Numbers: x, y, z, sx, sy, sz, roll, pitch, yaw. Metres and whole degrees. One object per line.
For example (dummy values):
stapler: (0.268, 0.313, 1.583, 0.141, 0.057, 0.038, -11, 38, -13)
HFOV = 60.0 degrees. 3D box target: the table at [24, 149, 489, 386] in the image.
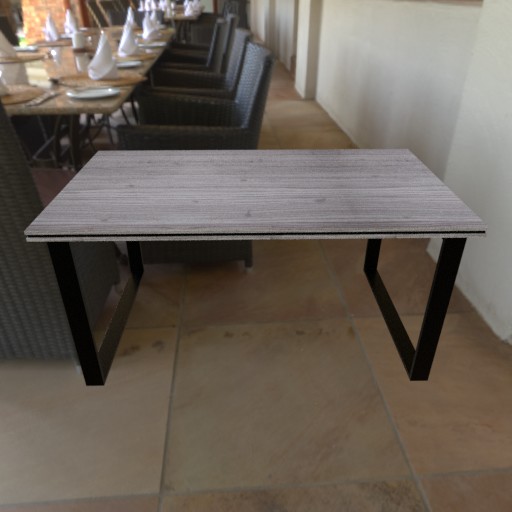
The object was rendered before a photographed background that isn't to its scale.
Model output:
table: (0.000, 0.000, 2.071, 1.579, 0.736, 0.881, -1, 31, -1)
